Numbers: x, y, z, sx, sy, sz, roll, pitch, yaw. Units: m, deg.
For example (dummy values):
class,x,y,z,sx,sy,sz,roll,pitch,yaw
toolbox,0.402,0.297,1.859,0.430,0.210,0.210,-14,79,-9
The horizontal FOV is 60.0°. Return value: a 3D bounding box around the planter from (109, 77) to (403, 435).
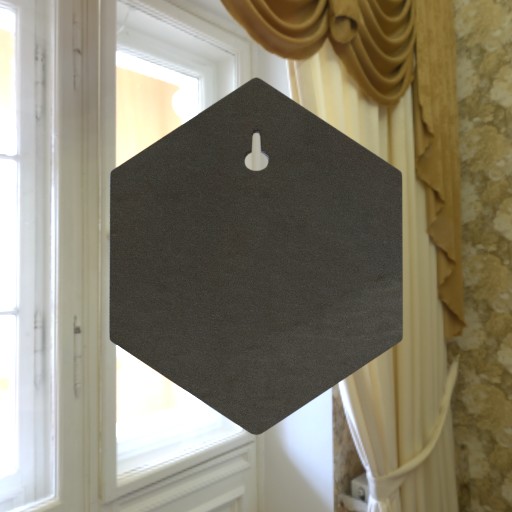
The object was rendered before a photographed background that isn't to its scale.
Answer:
class,x,y,z,sx,sy,sz,roll,pitch,yaw
planter,0.000,0.000,0.293,0.169,0.206,0.077,0,-1,0
